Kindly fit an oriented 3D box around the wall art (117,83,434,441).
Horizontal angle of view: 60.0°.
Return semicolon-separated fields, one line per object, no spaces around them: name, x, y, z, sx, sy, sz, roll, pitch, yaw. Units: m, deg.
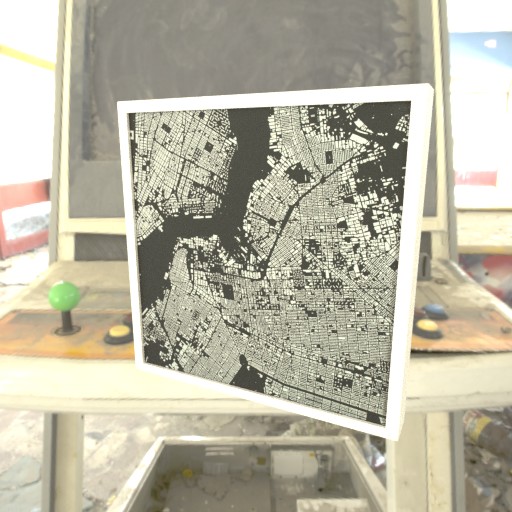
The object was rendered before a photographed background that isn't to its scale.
wall art;0.000;0.000;0.447;0.305;0.305;0.037;7;15;26
